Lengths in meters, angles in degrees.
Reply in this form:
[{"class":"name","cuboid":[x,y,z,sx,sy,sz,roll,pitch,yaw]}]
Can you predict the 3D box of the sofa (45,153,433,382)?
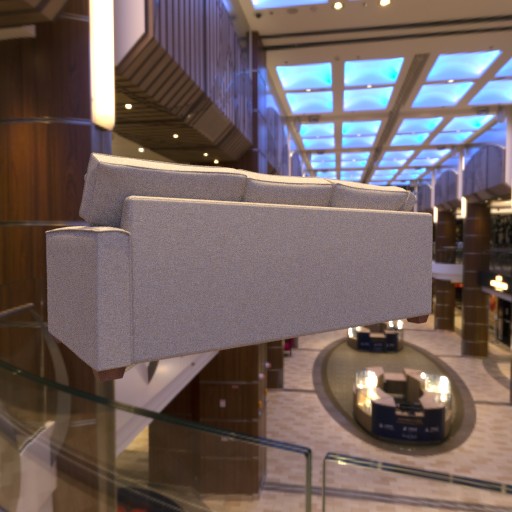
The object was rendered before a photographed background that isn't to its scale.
[{"class":"sofa","cuboid":[0.000,0.000,2.843,2.317,0.962,1.061,-2,3,-35]}]
